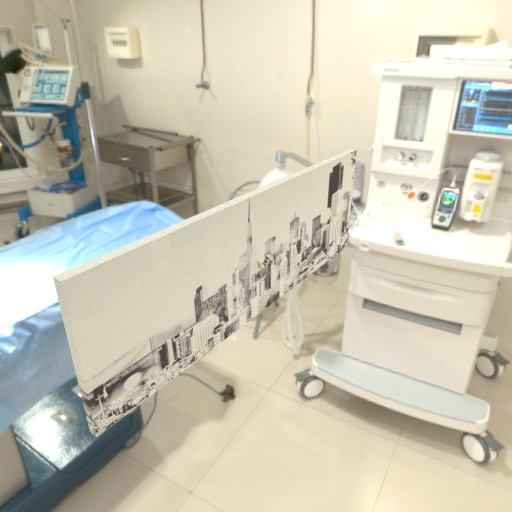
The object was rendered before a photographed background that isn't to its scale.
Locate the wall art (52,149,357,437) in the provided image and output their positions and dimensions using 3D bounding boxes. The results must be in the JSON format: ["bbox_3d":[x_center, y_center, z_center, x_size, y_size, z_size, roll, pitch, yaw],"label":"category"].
[{"bbox_3d":[0.000,0.000,1.674,0.039,0.507,1.520,19,33,33],"label":"wall art"}]
